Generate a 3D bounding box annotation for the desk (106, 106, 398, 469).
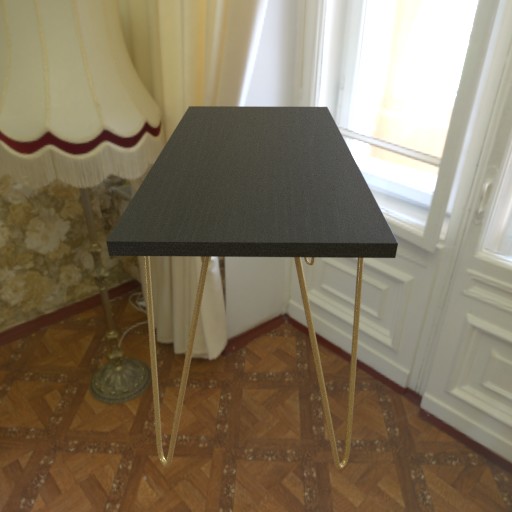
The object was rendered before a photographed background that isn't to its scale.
[{"bbox_3d":[0.000,0.000,1.351,0.499,0.660,0.991,0,31,1],"label":"desk"}]
